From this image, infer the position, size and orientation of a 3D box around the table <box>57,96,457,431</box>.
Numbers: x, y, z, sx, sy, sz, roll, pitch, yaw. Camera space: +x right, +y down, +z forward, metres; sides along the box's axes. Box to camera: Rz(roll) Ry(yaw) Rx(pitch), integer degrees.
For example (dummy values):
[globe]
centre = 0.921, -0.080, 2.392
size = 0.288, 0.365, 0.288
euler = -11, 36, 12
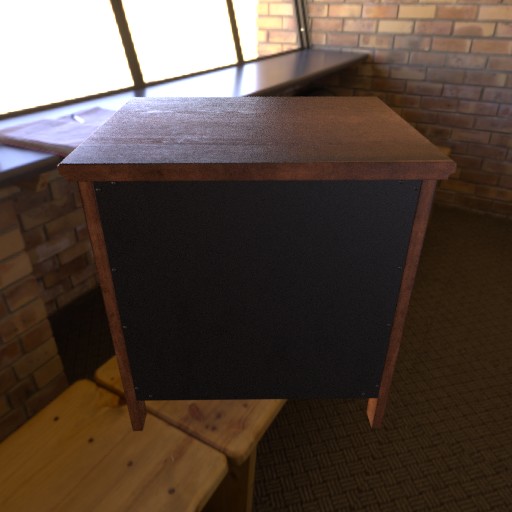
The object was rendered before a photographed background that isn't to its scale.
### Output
[table]
centre = 0.000, 0.000, 0.996
size = 0.586, 0.597, 0.461
euler = 0, 31, -1
